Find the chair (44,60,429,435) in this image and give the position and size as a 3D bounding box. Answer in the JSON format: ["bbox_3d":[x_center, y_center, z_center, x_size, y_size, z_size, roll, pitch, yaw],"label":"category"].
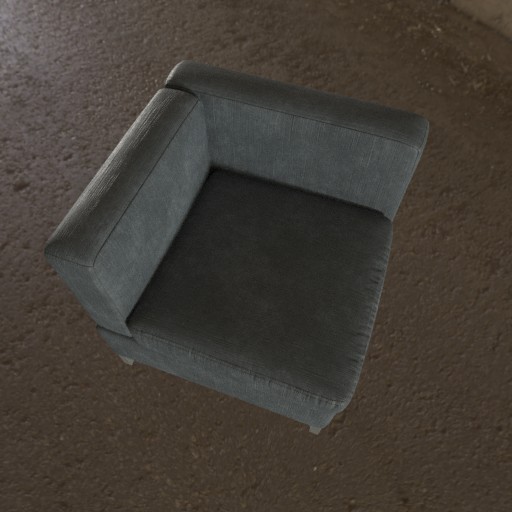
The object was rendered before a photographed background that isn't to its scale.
[{"bbox_3d":[0.000,0.000,1.210,0.680,0.660,0.680,17,60,10],"label":"chair"}]
